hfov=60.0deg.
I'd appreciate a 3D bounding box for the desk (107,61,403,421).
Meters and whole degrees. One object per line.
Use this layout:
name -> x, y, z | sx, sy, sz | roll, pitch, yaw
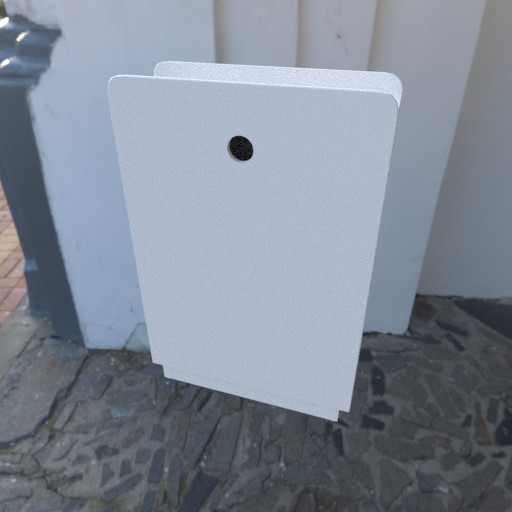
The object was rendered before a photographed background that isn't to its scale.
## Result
desk -> 0.000, 0.000, 1.545 | 0.795, 1.190, 0.278 | 10, 33, 15
